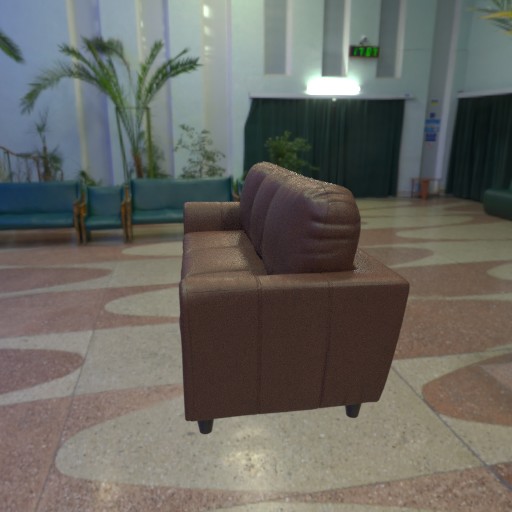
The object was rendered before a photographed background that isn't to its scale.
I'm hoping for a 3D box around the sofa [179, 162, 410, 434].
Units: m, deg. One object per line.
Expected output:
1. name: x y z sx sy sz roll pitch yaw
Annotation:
1. sofa: 0.000 0.000 2.372 0.802 0.915 1.862 -2 16 -8
